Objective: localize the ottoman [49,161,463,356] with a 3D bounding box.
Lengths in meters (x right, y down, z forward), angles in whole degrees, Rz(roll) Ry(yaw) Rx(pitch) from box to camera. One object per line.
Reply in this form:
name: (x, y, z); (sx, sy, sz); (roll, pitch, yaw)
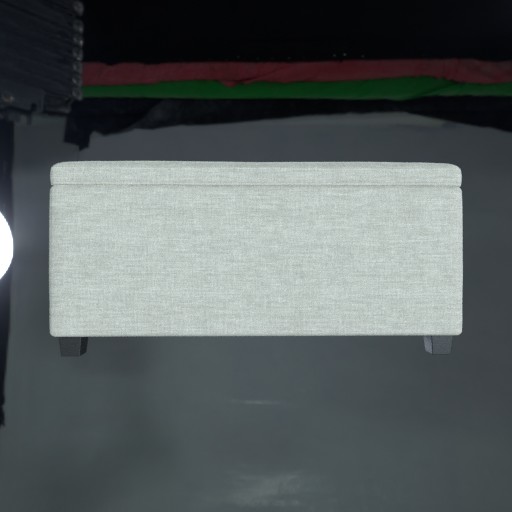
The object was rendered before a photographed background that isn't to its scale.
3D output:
ottoman: (0.000, 0.000, 1.136); (0.902, 0.432, 0.419); (0, 0, -1)
